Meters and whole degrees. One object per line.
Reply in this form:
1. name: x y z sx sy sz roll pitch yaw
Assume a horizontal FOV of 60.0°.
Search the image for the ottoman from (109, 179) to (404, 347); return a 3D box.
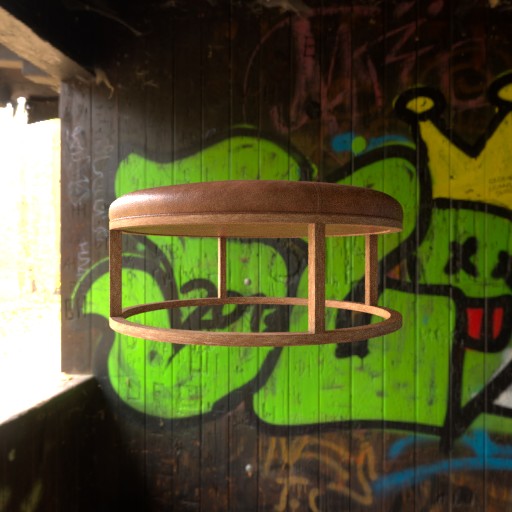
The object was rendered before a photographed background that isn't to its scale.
1. ottoman: 0.000 0.000 1.586 1.006 0.445 1.006 0 0 0
